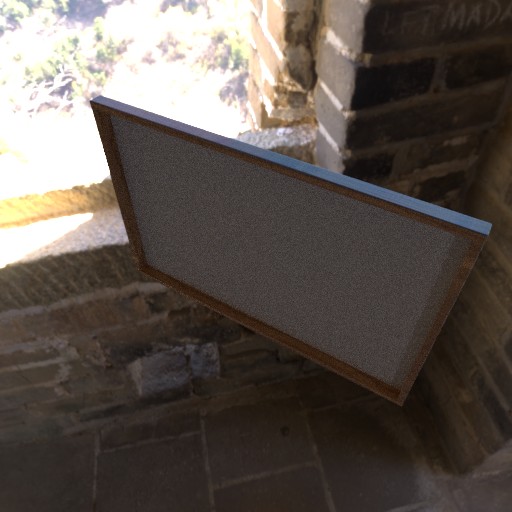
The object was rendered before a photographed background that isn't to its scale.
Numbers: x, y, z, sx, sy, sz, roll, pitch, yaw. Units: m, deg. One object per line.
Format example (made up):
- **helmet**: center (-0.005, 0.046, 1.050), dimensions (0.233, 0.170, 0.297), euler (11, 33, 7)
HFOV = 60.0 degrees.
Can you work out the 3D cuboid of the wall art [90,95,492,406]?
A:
- **wall art**: center (0.000, 0.000, 1.117), dimensions (0.911, 0.605, 0.037), euler (24, 50, 21)
